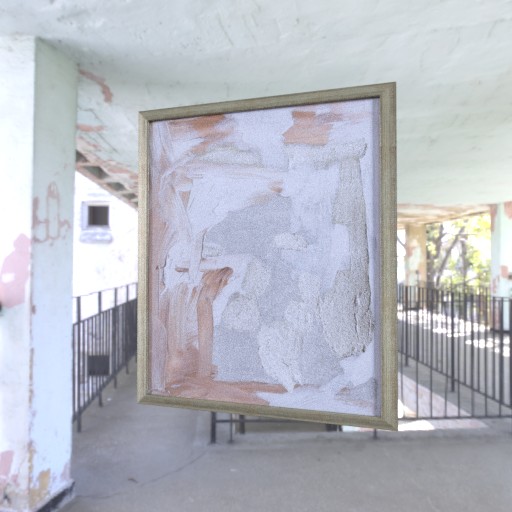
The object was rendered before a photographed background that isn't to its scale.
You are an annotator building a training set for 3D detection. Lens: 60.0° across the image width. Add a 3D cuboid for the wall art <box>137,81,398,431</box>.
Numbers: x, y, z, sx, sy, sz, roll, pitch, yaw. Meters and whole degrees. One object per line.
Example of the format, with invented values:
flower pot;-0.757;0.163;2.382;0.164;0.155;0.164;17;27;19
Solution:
wall art;0.000;0.000;0.920;0.559;0.660;0.018;0;-1;17
